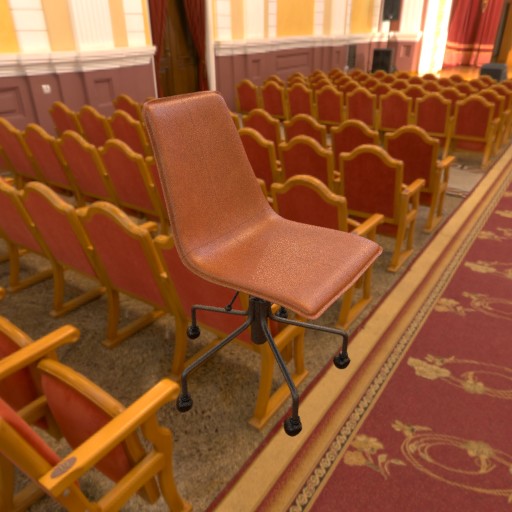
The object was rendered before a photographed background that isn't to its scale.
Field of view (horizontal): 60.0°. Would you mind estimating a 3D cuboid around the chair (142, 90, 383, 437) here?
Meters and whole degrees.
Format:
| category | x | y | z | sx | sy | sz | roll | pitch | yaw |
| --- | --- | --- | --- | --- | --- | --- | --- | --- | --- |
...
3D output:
| category | x | y | z | sx | sy | sz | roll | pitch | yaw |
| --- | --- | --- | --- | --- | --- | --- | --- | --- | --- |
| chair | 0.000 | 0.000 | 1.403 | 0.660 | 0.920 | 0.651 | 18 | 33 | 31 |
